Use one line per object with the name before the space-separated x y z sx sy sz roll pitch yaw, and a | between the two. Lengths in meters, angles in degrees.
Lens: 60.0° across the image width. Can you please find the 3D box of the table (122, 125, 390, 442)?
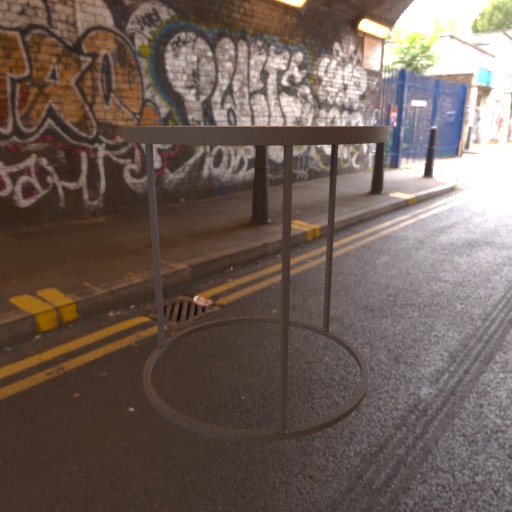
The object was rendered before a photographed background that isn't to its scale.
table | 0.000 0.000 0.882 0.470 0.498 0.470 0 16 0
